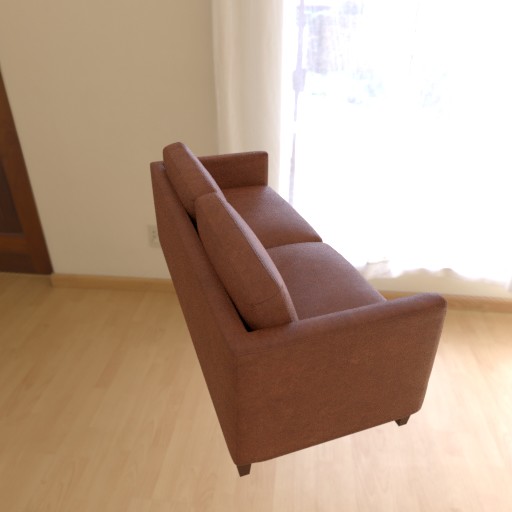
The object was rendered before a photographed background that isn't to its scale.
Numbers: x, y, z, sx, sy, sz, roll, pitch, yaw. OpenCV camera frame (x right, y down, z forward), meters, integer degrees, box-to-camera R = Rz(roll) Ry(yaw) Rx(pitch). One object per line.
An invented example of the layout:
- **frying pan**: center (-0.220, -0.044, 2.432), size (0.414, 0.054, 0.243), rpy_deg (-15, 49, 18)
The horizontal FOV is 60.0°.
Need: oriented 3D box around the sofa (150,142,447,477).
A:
- **sofa**: center (0.000, 0.000, 2.680), size (0.950, 0.932, 2.204), rpy_deg (-10, 32, -16)
